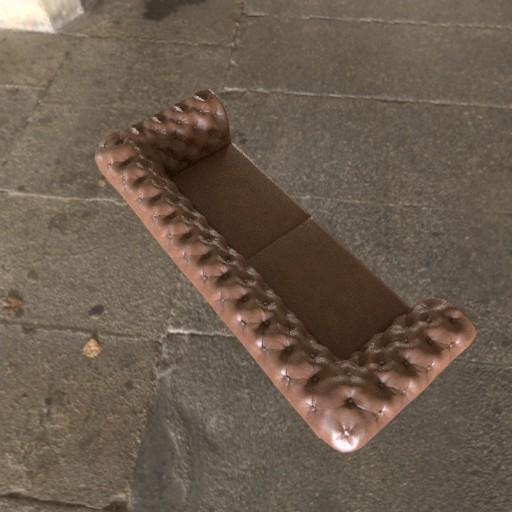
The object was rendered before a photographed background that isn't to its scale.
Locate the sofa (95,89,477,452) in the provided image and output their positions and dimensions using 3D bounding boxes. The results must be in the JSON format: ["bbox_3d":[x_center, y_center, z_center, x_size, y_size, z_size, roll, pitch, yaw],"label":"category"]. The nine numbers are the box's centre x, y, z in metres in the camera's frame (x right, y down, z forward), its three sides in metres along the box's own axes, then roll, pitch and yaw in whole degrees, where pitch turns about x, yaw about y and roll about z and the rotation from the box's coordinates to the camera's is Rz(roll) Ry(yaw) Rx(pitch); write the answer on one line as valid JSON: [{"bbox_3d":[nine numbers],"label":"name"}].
[{"bbox_3d":[0.000,0.000,2.767,0.944,0.783,2.385,-34,64,-19],"label":"sofa"}]
